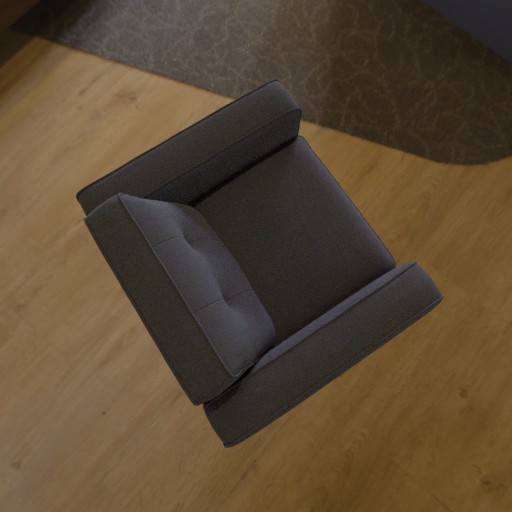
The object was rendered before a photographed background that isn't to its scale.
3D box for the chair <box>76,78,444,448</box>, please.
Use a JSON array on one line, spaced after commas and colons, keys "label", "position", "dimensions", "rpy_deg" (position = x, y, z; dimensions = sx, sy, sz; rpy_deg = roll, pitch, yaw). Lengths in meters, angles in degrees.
[{"label": "chair", "position": [0.000, 0.000, 1.804], "dimensions": [0.953, 0.783, 1.118], "rpy_deg": [-33, 78, -8]}]
